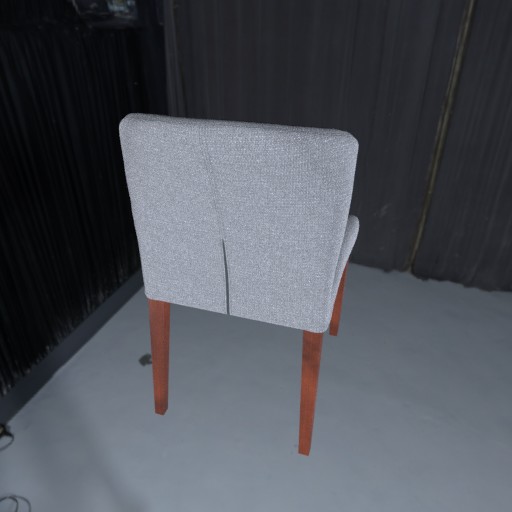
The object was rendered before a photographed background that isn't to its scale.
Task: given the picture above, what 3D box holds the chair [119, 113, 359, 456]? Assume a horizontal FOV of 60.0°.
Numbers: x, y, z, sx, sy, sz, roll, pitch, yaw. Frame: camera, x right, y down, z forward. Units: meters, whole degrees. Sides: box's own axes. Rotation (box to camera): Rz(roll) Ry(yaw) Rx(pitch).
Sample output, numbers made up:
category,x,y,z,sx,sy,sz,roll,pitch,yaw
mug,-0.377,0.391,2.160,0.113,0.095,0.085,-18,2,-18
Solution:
category,x,y,z,sx,sy,sz,roll,pitch,yaw
chair,0.000,0.000,1.184,0.491,0.839,0.589,9,32,15
